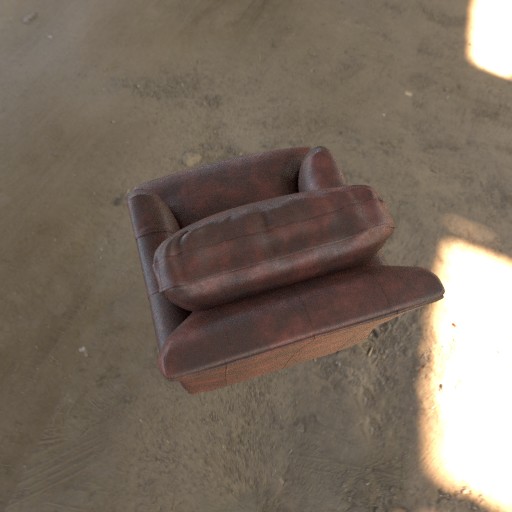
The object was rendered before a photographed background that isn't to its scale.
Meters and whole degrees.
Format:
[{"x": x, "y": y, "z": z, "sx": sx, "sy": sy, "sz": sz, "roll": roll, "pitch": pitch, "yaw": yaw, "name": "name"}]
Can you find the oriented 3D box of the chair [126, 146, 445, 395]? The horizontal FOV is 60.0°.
[{"x": 0.000, "y": 0.000, "z": 1.966, "sx": 0.987, "sy": 1.051, "sz": 1.156, "roll": -15, "pitch": 60, "yaw": -9, "name": "chair"}]
